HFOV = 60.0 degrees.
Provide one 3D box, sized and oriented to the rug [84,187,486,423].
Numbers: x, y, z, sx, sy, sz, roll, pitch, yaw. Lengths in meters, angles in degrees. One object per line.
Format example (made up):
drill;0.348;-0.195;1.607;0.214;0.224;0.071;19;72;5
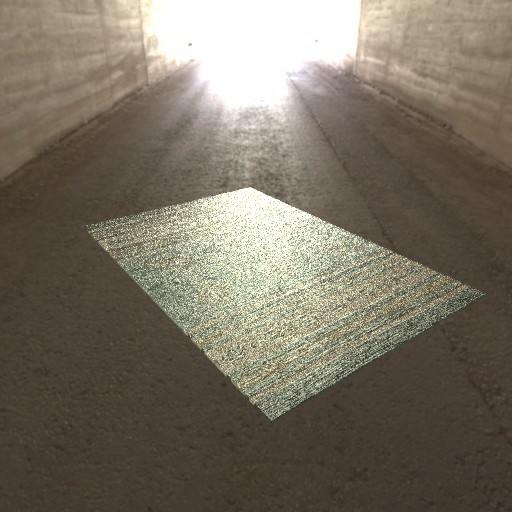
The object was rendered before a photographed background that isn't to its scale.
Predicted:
rug;0.000;0.000;2.303;1.212;0.010;1.811;-19;33;-32
